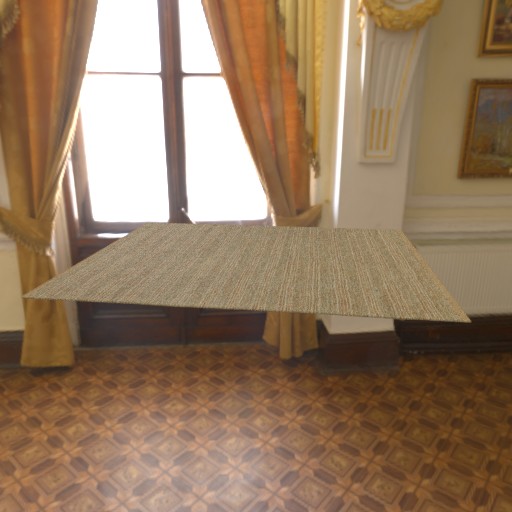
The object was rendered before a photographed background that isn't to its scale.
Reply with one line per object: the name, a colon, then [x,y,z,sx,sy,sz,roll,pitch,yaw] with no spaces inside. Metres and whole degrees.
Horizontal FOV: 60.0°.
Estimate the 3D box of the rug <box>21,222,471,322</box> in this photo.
rug: [0.000,0.000,4.114,3.034,0.012,2.471,2,17,7]
